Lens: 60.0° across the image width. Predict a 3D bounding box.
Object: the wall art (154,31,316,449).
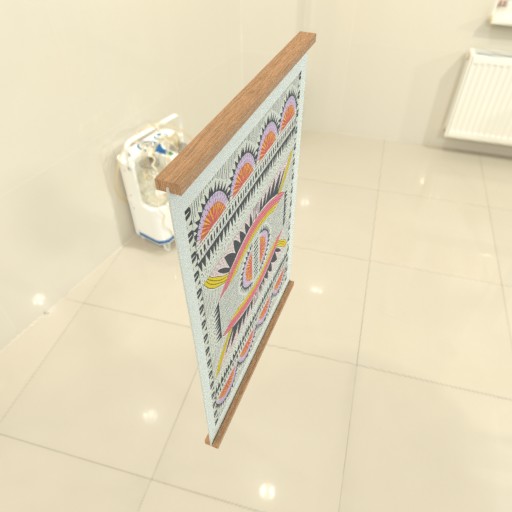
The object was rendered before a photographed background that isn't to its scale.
[{"bbox_3d":[0.000,0.000,0.786,0.028,0.609,0.456,16,47,16],"label":"wall art"}]
